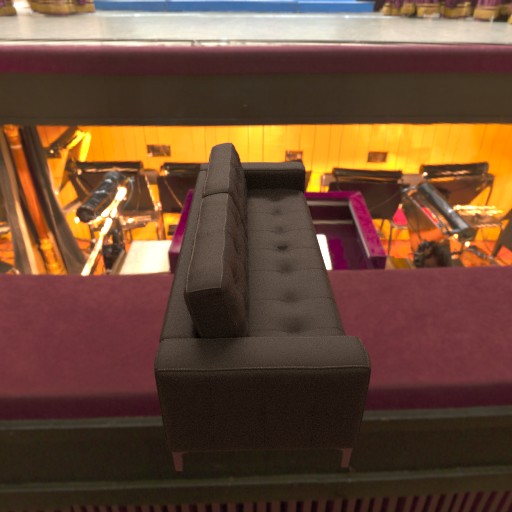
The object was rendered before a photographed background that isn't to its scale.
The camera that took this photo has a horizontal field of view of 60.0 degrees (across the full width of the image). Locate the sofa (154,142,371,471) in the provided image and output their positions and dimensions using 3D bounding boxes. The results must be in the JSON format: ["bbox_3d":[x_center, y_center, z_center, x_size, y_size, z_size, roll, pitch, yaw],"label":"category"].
[{"bbox_3d":[0.000,0.000,2.683,0.833,0.893,2.275,-1,31,-1],"label":"sofa"}]
